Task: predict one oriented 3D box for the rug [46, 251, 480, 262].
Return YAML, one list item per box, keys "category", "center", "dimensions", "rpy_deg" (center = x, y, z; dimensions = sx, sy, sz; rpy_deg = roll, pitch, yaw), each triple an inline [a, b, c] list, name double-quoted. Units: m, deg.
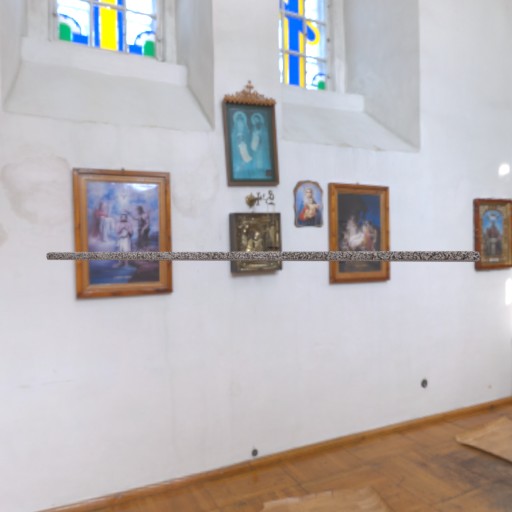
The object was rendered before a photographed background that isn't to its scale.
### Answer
- category: "rug"
  center: [0.000, 0.000, 1.758]
  dimensions: [1.524, 0.030, 0.609]
  rpy_deg: [0, 0, 19]
